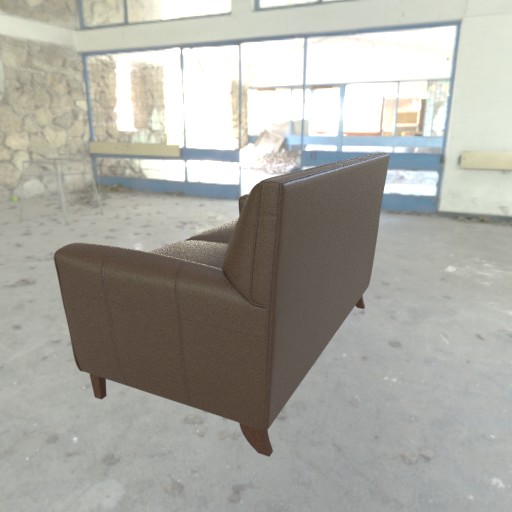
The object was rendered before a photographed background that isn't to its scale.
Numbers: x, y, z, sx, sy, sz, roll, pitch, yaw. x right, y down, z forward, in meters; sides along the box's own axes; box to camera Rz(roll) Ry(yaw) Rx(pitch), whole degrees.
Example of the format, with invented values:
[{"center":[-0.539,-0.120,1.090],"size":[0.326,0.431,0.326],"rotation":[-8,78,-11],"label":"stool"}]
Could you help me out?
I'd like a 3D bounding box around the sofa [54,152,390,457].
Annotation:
[{"center":[0.000,0.000,1.981],"size":[0.853,0.859,1.468],"rotation":[8,18,25],"label":"sofa"}]
